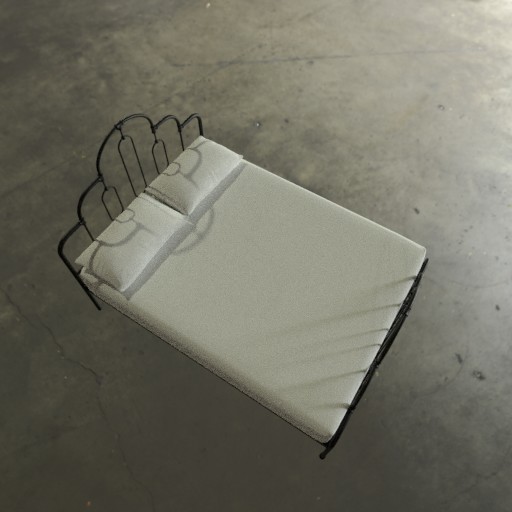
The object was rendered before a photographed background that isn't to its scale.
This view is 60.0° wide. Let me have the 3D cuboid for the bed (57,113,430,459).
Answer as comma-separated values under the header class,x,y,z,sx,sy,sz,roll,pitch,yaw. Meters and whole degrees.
class,x,y,z,sx,sy,sz,roll,pitch,yaw
bed,0.000,0.000,3.212,2.181,1.444,1.626,29,63,16
